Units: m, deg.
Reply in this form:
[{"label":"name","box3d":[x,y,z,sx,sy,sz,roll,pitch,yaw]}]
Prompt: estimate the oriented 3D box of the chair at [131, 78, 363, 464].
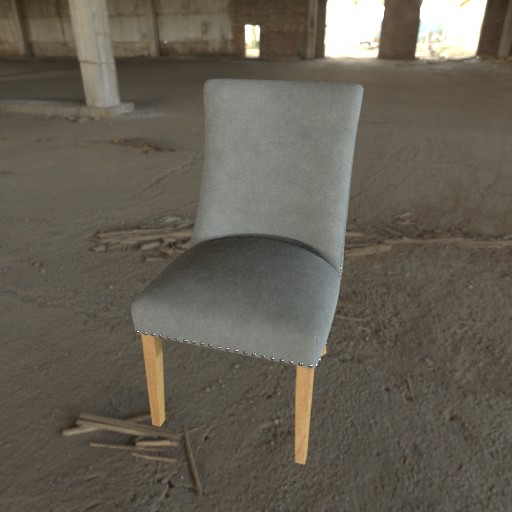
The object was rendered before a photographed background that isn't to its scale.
[{"label":"chair","box3d":[0.000,0.000,1.278,0.495,0.902,0.610,8,28,15]}]
